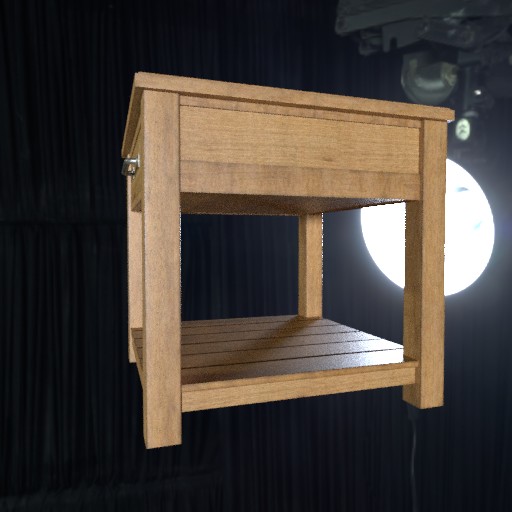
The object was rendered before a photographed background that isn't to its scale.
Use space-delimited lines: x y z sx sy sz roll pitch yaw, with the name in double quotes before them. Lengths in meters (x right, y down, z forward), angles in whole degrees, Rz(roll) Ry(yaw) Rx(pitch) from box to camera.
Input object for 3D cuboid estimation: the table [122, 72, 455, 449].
"table" 0.000 0.000 1.070 0.612 0.593 0.616 -1 2 -19
